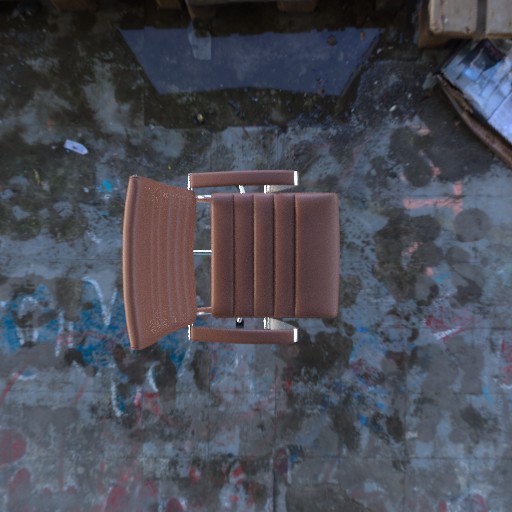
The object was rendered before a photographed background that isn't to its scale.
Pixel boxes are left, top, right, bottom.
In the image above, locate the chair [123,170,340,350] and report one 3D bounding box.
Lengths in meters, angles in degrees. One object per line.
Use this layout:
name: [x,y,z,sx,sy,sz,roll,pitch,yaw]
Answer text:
chair: [0.000,0.000,1.675,0.739,1.149,0.766,0,92,-1]
